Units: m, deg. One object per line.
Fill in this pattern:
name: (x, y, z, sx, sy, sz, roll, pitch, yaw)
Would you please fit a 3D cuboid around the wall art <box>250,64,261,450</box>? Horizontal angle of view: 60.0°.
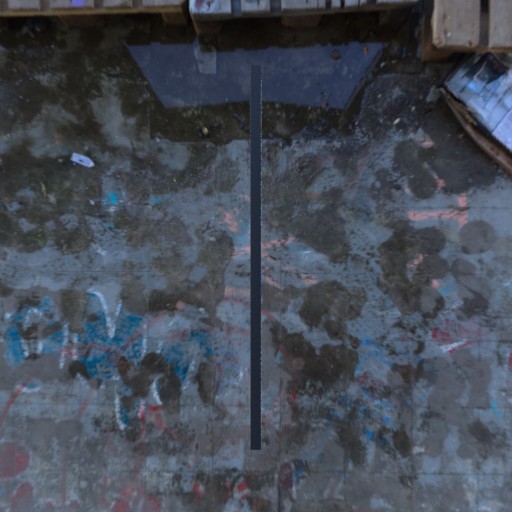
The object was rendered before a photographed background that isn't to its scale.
wall art: (0.000, 0.000, 0.859, 0.013, 0.660, 0.460, 0, 90, 0)
